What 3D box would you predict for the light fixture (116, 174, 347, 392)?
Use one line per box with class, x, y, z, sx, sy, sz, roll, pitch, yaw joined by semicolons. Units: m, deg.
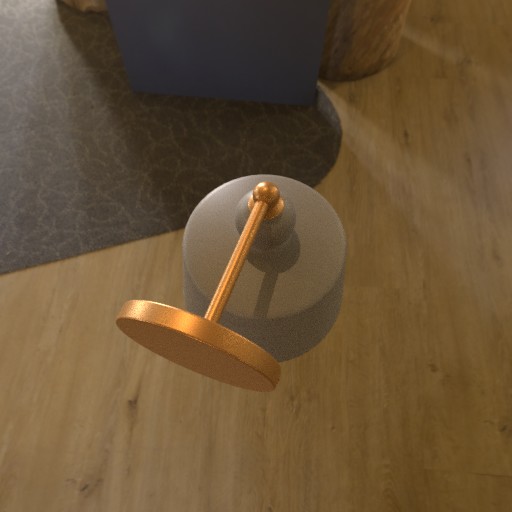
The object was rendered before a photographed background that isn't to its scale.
light fixture;0.000;0.000;0.441;0.204;0.268;0.254;19;65;9
